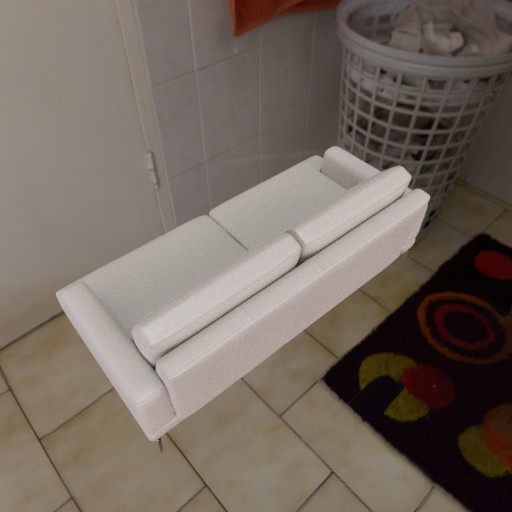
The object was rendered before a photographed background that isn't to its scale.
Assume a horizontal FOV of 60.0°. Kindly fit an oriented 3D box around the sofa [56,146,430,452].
[{"bbox_3d":[0.000,0.000,2.454,1.940,0.765,0.974,-32,55,-26],"label":"sofa"}]
